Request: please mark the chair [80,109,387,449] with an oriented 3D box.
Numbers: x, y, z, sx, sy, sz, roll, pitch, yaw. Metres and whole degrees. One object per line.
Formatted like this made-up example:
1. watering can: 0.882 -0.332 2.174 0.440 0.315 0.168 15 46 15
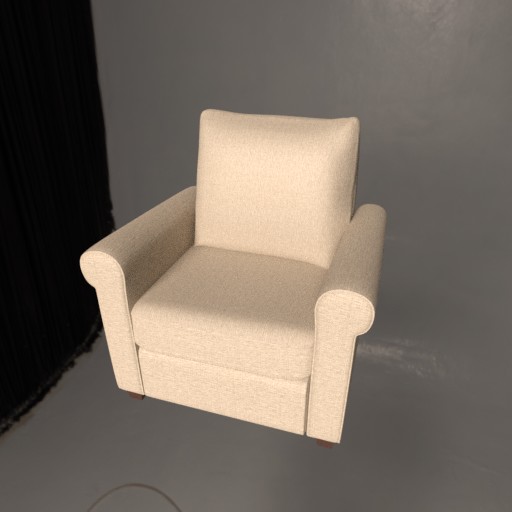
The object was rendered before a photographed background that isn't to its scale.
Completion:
1. chair: 0.000 0.000 2.331 1.275 1.349 1.180 8 28 16
